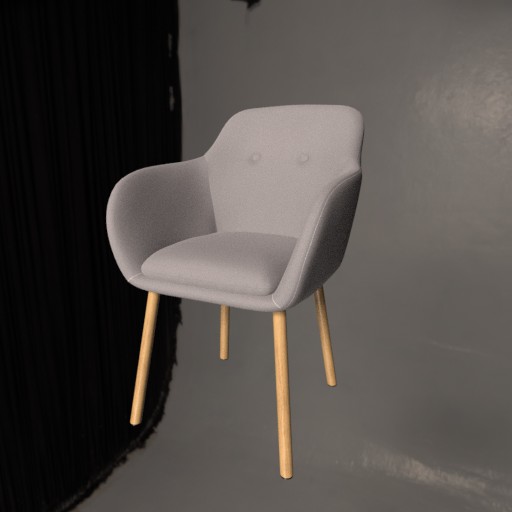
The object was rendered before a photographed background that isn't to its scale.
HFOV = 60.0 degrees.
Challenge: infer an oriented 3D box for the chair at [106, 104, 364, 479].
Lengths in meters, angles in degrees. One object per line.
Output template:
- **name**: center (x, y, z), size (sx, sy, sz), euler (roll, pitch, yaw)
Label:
- **chair**: center (0.000, 0.000, 1.220), size (0.570, 0.830, 0.590), euler (7, 16, 26)
